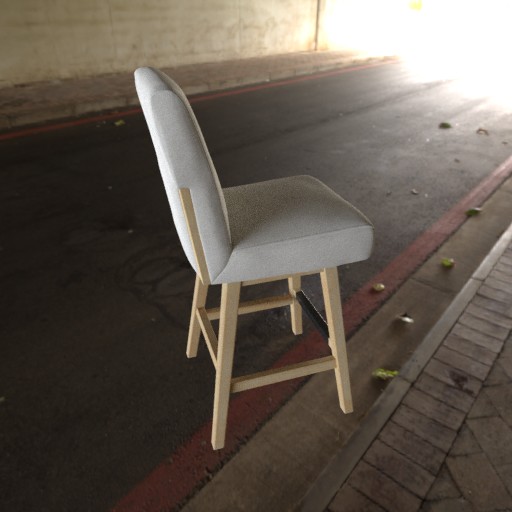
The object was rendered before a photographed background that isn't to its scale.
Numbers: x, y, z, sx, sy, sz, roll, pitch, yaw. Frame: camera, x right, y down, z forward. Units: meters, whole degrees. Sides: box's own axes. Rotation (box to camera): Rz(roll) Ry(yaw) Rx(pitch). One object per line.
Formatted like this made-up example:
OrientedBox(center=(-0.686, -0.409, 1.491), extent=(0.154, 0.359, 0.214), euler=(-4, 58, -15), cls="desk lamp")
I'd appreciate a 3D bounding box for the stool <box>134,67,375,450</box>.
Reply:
OrientedBox(center=(0.000, 0.000, 1.299), extent=(0.543, 1.015, 0.446), euler=(-9, 31, -16), cls="stool")
